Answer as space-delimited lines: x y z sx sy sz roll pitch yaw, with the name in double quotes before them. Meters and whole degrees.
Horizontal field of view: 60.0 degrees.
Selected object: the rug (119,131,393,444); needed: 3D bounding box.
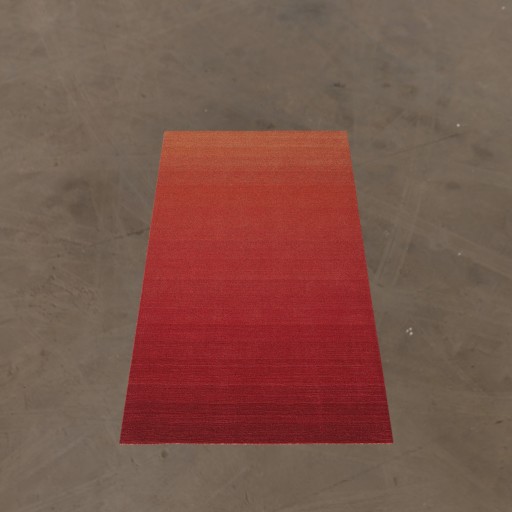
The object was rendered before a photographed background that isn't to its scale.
"rug" 0.000 0.000 3.092 1.531 0.010 2.442 0 59 0
